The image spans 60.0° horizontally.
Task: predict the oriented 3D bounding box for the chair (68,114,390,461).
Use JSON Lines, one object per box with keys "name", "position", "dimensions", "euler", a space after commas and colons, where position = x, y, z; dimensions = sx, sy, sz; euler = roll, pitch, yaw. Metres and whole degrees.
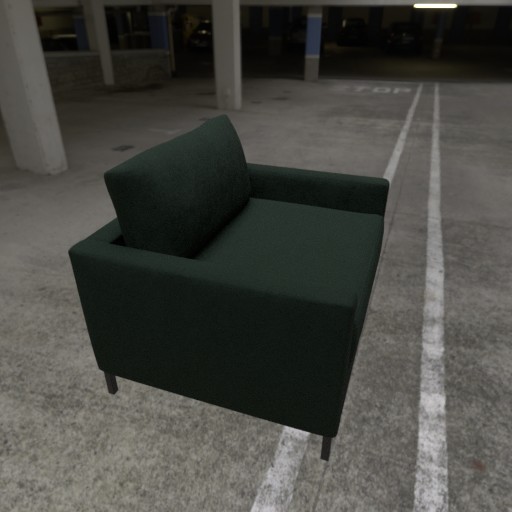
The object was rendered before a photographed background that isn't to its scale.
{"name": "chair", "position": [0.000, 0.000, 1.654], "dimensions": [0.866, 0.861, 0.963], "euler": [10, 32, 17]}
